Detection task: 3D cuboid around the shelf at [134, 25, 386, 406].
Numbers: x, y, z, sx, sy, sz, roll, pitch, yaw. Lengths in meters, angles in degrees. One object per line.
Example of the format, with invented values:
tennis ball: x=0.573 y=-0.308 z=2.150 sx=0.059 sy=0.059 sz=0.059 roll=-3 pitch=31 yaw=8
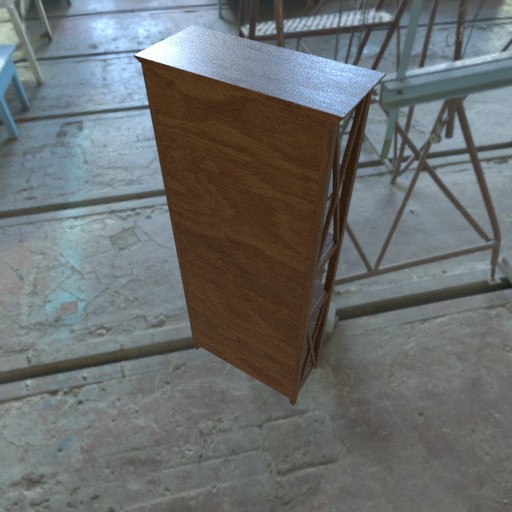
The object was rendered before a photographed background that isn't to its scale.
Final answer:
shelf: x=0.000 y=0.000 z=2.201 sx=0.805 sy=1.905 sz=0.335 roll=25 pitch=51 yaw=21
